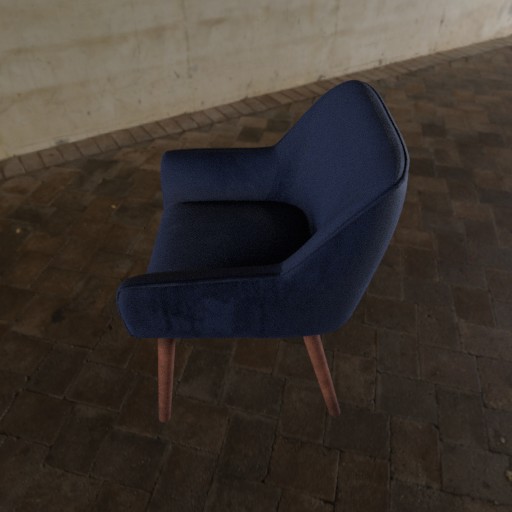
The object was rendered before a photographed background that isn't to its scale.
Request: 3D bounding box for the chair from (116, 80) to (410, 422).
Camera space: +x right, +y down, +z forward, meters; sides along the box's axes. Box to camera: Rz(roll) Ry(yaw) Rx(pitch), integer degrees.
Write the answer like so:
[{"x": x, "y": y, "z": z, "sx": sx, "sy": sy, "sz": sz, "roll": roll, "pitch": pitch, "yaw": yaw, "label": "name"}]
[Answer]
[{"x": 0.000, "y": 0.000, "z": 1.231, "sx": 0.600, "sy": 0.820, "sz": 0.600, "roll": 0, "pitch": 41, "yaw": 0, "label": "chair"}]
